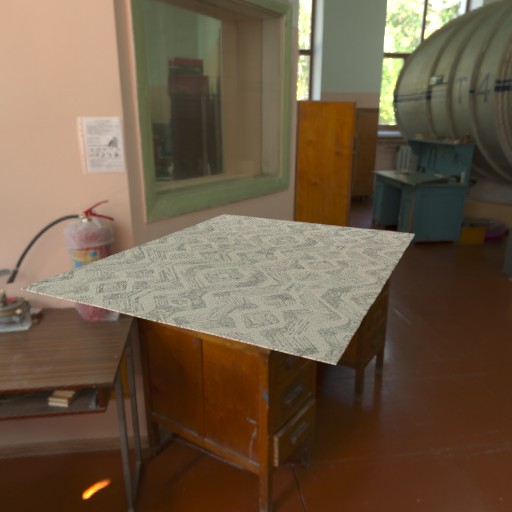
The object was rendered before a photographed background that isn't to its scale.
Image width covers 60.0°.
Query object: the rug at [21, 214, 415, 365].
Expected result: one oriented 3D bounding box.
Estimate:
[{"bbox_3d":[0.000,0.000,4.107,2.430,0.030,3.054,8,19,25],"label":"rug"}]
